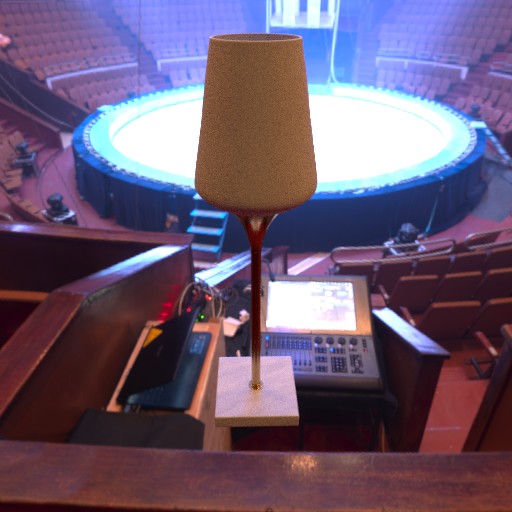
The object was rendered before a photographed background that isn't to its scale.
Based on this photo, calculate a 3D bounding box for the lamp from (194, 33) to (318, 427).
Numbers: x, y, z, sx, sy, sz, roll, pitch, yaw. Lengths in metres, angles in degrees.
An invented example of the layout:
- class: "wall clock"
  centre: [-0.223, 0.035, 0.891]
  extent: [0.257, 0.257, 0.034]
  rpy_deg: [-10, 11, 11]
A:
- class: "lamp"
  centre: [0.000, 0.000, 0.718]
  extent: [0.181, 0.639, 0.181]
  rpy_deg: [-1, 31, -1]
